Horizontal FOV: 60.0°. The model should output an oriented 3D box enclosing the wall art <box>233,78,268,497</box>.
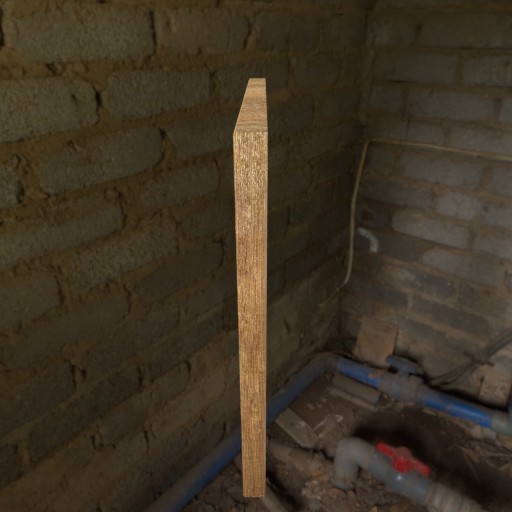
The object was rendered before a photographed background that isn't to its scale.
[{"bbox_3d":[0.000,0.000,0.880,0.042,0.608,0.611,0,27,1],"label":"wall art"}]
